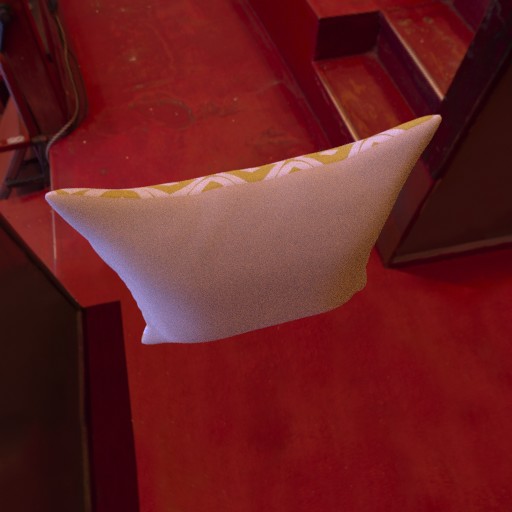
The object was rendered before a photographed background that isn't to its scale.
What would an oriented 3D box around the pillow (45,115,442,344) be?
[{"bbox_3d":[0.000,0.000,0.754,0.504,0.494,0.188,-13,60,-8],"label":"pillow"}]
